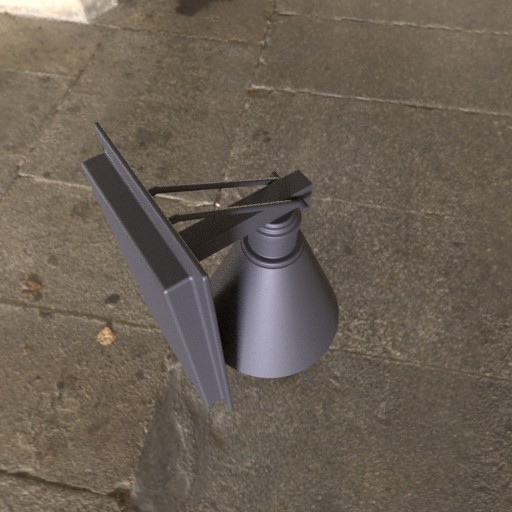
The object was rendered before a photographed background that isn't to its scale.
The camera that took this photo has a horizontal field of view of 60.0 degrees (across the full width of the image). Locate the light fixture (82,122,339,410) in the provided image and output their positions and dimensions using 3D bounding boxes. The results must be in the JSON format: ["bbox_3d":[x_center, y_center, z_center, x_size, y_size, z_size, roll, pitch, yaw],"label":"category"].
[{"bbox_3d":[0.000,0.000,0.418,0.207,0.298,0.170,-30,63,-17],"label":"light fixture"}]
